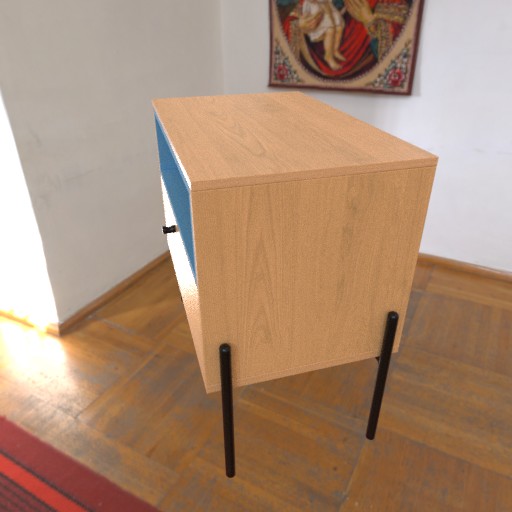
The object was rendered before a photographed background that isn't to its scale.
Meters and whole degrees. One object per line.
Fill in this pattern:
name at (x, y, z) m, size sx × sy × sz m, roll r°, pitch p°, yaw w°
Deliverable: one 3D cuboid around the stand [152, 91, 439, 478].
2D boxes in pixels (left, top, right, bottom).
stand at (0.000, 0.000, 1.007) m, size 0.400 × 0.600 × 0.630 m, roll -8°, pitch 31°, yaw -14°
